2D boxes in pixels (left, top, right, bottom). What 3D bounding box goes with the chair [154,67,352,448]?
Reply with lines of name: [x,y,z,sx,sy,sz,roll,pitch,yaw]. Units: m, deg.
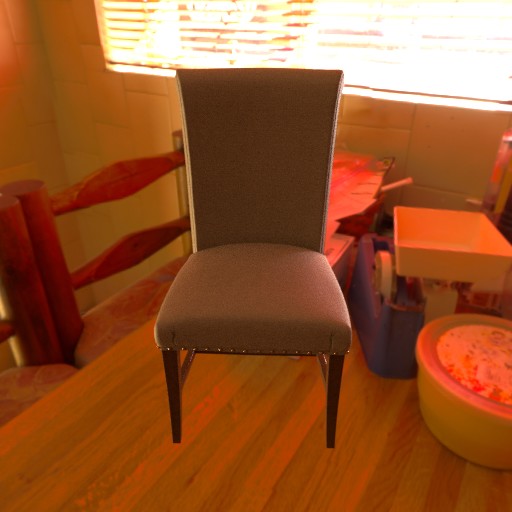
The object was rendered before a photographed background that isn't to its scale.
chair: [0.000,0.000,1.328,0.513,0.988,0.608,1,29,2]
